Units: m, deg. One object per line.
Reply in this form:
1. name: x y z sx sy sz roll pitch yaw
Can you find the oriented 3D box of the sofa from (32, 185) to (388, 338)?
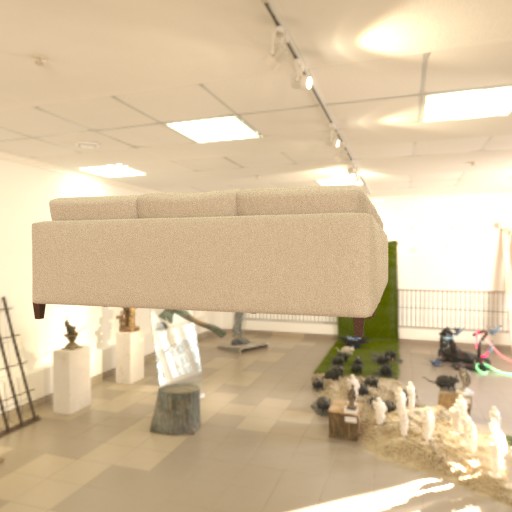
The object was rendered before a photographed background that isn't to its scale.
1. sofa: 0.000 0.000 4.485 2.522 0.934 3.333 0 0 18
